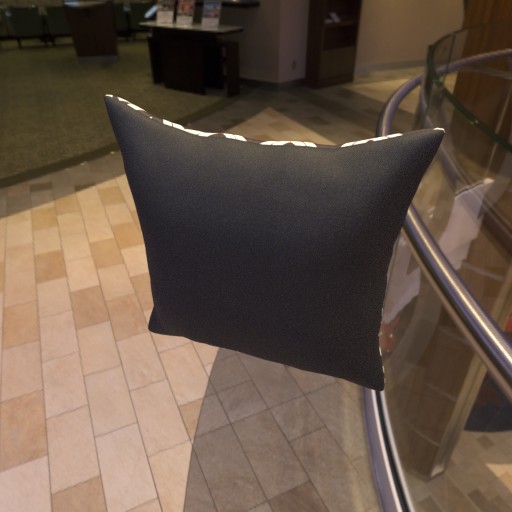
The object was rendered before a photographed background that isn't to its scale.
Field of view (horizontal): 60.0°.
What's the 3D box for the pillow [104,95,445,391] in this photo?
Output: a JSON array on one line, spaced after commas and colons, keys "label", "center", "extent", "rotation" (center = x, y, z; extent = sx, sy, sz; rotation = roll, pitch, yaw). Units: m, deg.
[{"label": "pillow", "center": [0.000, 0.000, 0.760], "extent": [0.504, 0.494, 0.188], "rotation": [11, 35, 16]}]
